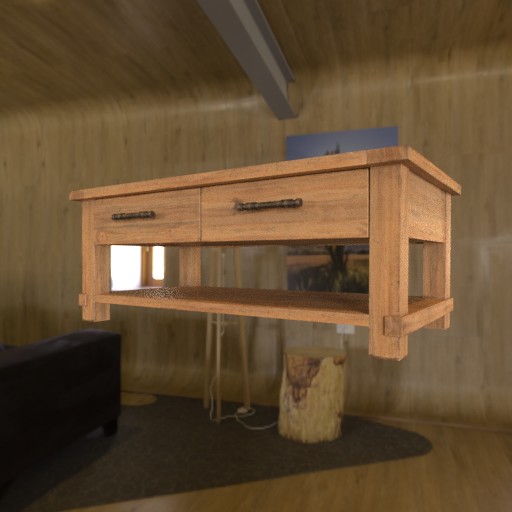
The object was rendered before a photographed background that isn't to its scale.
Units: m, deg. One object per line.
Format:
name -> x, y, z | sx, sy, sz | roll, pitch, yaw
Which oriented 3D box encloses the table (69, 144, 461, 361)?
table -> 0.000, 0.000, 1.618 | 1.270, 0.494, 0.693 | 0, 0, 34
